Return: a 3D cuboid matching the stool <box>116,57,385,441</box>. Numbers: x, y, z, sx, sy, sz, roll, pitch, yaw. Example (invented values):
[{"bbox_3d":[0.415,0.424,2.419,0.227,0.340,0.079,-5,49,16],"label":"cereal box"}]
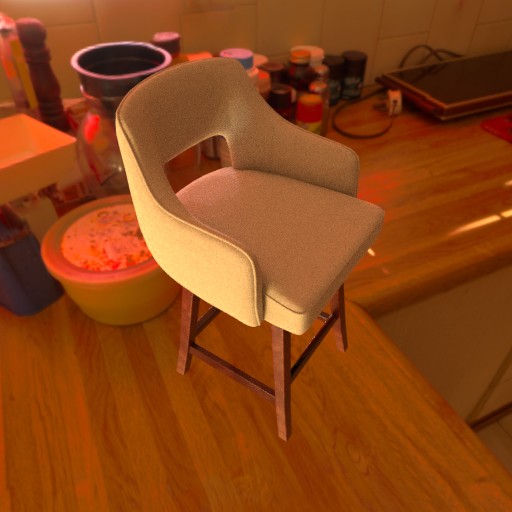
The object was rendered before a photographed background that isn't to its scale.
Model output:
[{"bbox_3d":[0.000,0.000,1.265,0.560,0.936,0.550,24,47,25],"label":"stool"}]
